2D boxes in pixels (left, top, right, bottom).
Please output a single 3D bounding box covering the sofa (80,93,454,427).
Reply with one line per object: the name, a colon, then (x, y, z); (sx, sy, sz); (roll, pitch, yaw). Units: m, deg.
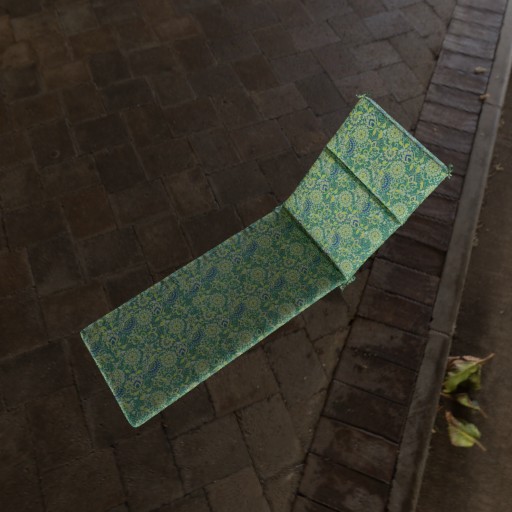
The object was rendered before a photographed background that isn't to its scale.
sofa: (0.000, 0.000, 1.959); (1.663, 0.622, 0.582); (-33, 69, -15)
